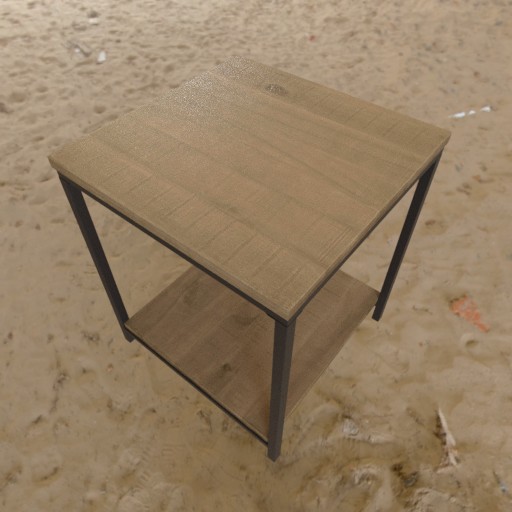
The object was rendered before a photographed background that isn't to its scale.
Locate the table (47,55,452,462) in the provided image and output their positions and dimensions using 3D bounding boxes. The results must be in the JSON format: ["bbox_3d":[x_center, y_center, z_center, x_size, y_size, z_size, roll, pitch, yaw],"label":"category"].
[{"bbox_3d":[0.000,0.000,0.997,0.507,0.589,0.503,31,55,25],"label":"table"}]
